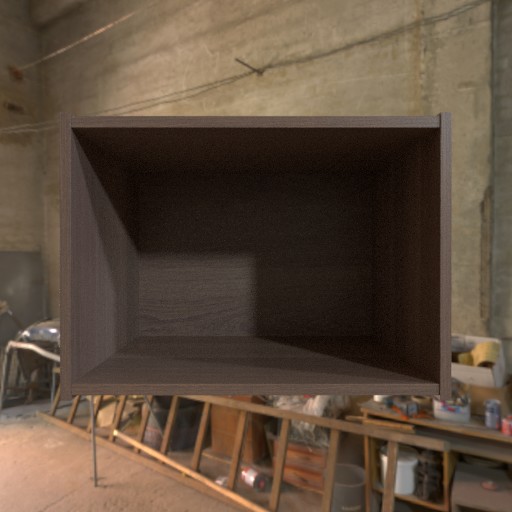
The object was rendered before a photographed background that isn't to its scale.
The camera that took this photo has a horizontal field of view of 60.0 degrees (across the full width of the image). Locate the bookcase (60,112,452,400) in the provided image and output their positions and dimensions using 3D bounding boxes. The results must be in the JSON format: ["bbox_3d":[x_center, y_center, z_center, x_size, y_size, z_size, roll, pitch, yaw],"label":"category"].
[{"bbox_3d":[0.000,0.000,0.614,0.415,0.305,0.290,0,0,0],"label":"bookcase"}]
